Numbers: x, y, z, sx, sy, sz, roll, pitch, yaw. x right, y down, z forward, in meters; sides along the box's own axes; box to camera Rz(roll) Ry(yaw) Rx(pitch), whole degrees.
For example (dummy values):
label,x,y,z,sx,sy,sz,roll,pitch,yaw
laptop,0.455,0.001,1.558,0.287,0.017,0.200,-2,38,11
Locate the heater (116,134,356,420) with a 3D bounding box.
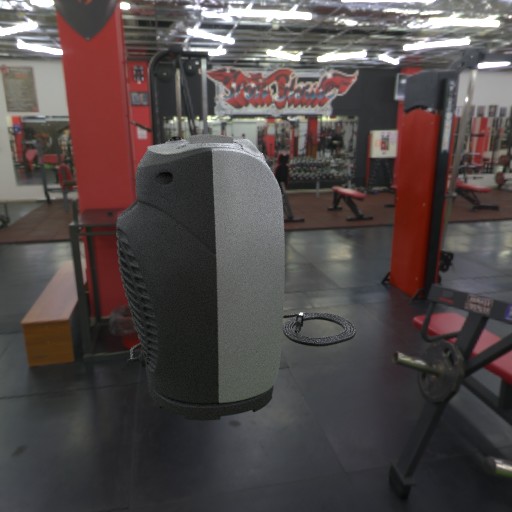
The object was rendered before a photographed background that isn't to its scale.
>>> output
label,x,y,z,sx,sy,sz,roll,pitch,yaw
heater,0.000,0.000,0.481,0.291,0.255,0.239,-2,16,-9
